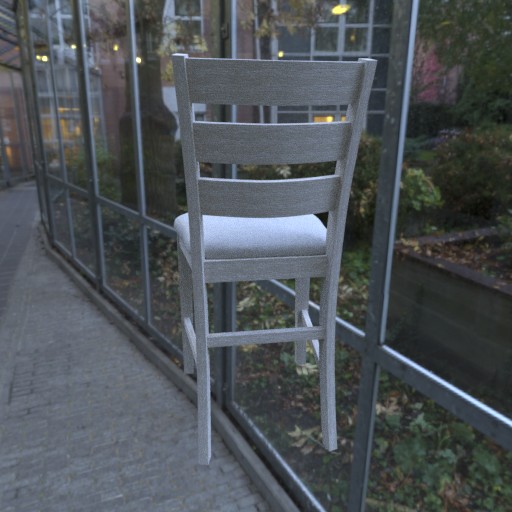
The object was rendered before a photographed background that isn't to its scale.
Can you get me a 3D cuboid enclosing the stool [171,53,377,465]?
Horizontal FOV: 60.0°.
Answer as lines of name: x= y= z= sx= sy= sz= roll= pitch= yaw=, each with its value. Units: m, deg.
stool: x=0.000 y=0.000 z=1.314 sx=0.484 sy=1.032 sz=0.569 roll=-3 pitch=16 yaw=-9
